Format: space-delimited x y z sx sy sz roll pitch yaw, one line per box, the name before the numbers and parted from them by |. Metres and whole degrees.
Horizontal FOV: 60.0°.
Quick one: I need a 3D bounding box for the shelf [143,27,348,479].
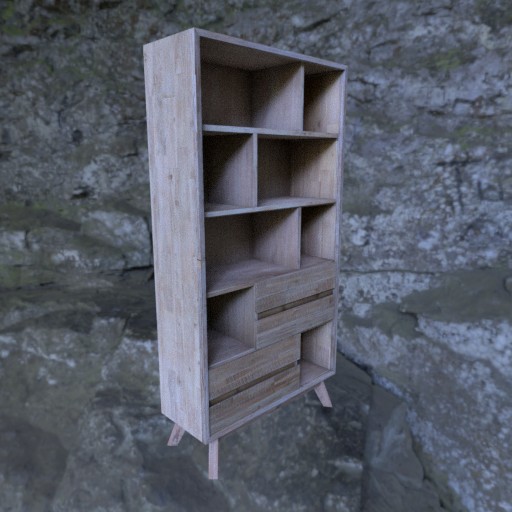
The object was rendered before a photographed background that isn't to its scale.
shelf | 0.000 0.000 1.751 0.748 1.471 0.308 -12 17 -43
